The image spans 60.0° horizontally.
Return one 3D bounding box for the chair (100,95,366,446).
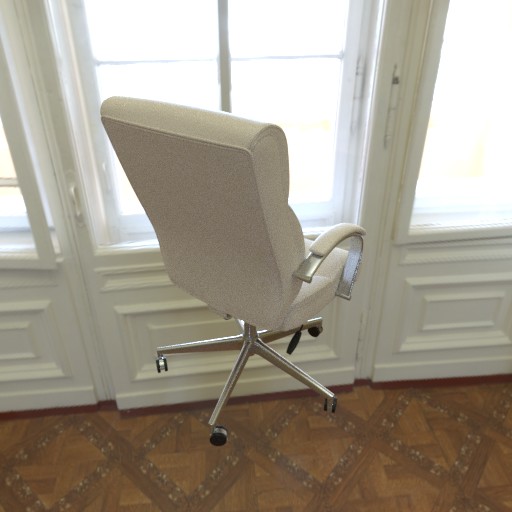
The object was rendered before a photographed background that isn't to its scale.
[{"bbox_3d":[0.000,0.000,1.545,0.727,1.099,0.745,21,36,32],"label":"chair"}]
